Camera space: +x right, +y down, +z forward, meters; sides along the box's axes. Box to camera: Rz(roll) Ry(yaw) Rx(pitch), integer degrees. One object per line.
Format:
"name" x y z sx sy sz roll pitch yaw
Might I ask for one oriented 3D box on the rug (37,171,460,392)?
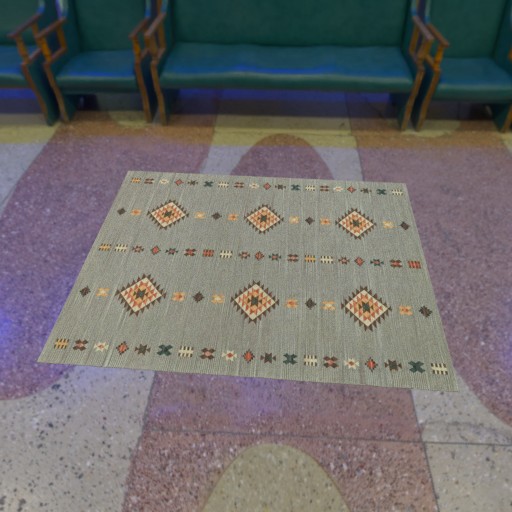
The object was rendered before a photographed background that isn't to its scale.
"rug" 0.000 0.000 4.011 3.035 0.008 2.425 3 46 3
